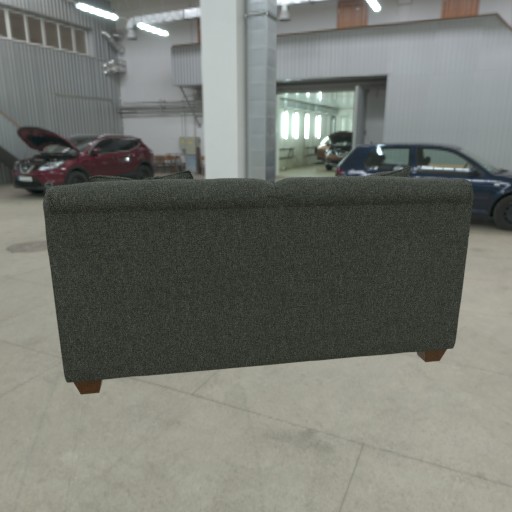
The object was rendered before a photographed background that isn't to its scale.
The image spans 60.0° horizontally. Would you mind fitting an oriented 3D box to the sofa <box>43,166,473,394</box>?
[{"bbox_3d":[0.000,0.000,2.395,1.846,0.958,0.998,-3,15,-10],"label":"sofa"}]
